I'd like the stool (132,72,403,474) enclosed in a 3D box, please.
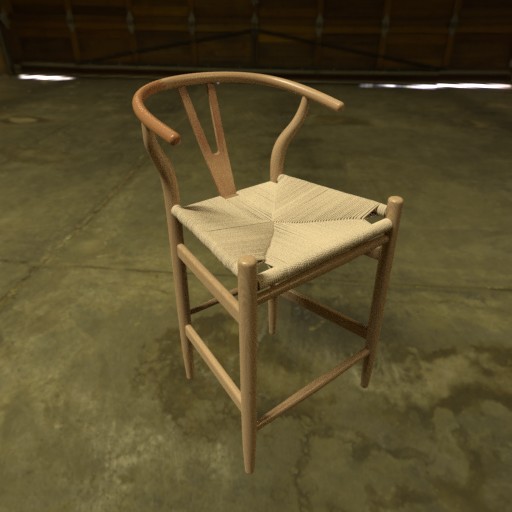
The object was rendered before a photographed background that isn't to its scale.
[{"bbox_3d":[0.000,0.000,1.275,0.536,0.923,0.575,-22,37,-33],"label":"stool"}]
